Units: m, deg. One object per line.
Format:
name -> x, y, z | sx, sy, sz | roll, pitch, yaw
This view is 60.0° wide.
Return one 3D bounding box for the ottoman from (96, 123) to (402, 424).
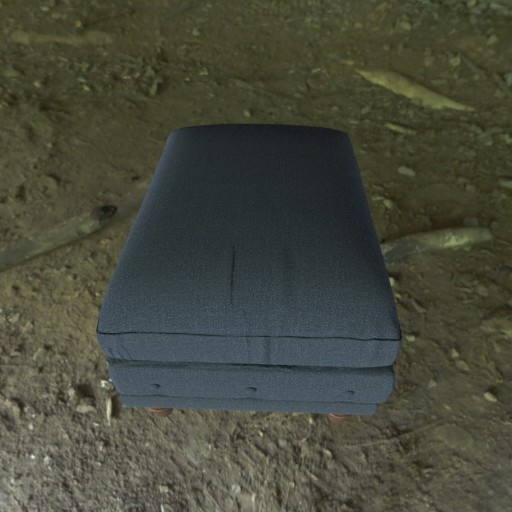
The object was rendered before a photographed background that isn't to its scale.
ottoman -> 0.000, 0.000, 1.131 | 0.558, 0.486, 0.767 | 1, 41, 2
